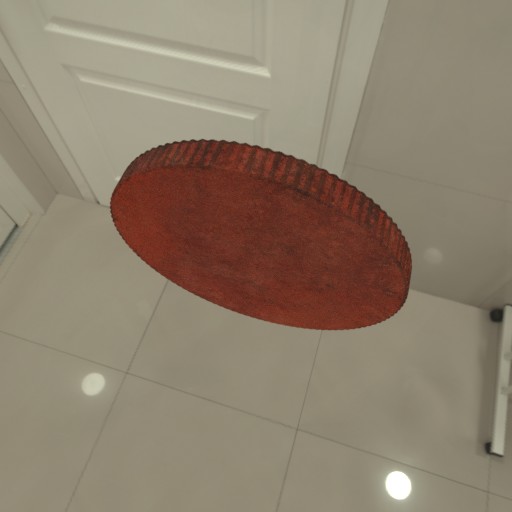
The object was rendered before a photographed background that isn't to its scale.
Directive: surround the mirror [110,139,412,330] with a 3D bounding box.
[{"bbox_3d":[0.000,0.000,0.916,0.609,0.609,0.056,15,64,8],"label":"mirror"}]
